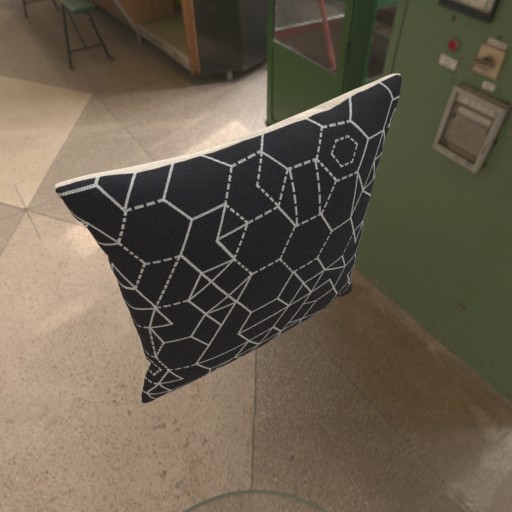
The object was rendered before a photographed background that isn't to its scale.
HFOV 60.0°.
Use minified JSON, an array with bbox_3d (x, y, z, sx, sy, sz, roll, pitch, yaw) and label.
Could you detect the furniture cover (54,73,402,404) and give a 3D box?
[{"bbox_3d":[0.000,0.000,0.751,0.517,0.508,0.158,-25,51,-22],"label":"furniture cover"}]
